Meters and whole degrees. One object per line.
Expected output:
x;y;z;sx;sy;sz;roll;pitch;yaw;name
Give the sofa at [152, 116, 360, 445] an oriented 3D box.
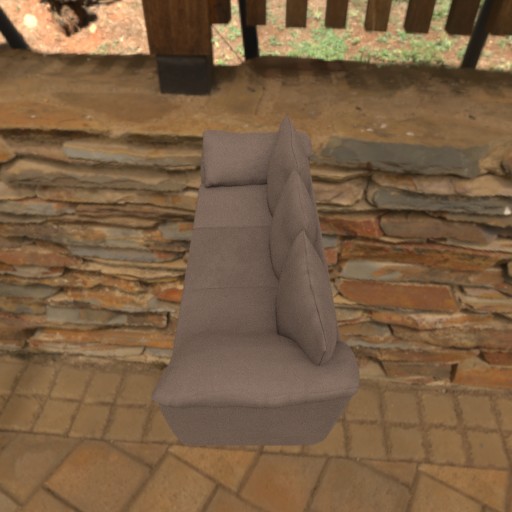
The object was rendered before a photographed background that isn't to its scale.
0.000;0.000;2.845;0.893;0.981;2.377;0;42;0;sofa
